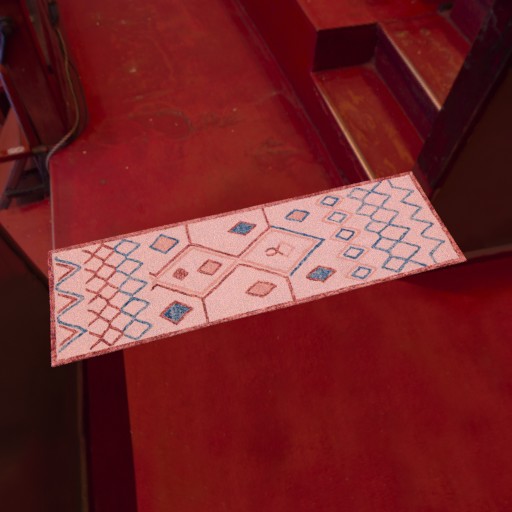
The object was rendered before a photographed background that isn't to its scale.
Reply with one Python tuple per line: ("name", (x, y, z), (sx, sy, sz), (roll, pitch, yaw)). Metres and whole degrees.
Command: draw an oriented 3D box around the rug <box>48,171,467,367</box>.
("rug", (0.000, 0.000, 2.691), (2.435, 0.011, 0.750), (-13, 59, -8))
